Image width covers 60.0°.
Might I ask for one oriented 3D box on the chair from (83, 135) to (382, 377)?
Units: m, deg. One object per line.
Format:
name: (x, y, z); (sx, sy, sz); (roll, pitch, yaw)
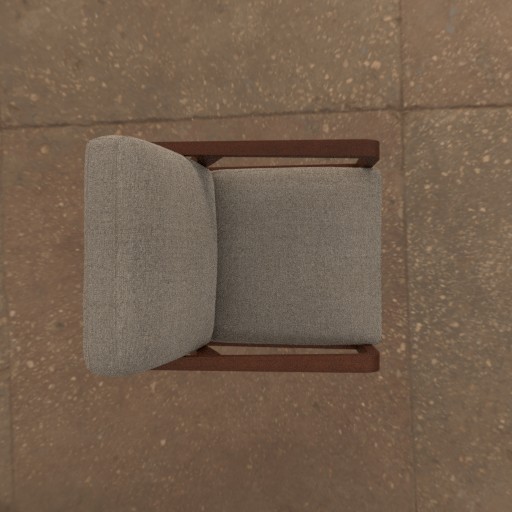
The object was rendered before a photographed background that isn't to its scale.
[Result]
chair: (0.000, 0.000, 1.466); (0.858, 0.847, 0.704); (0, 90, 0)
